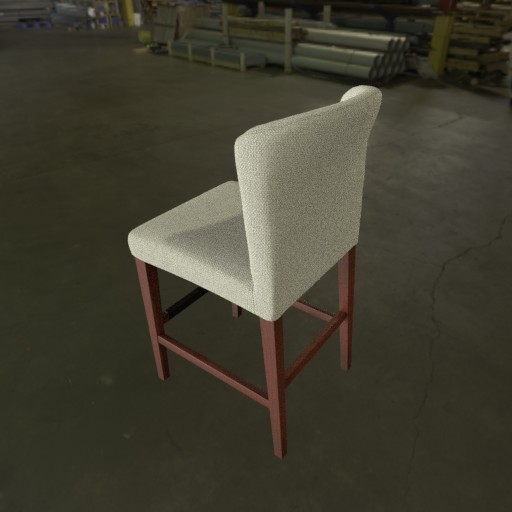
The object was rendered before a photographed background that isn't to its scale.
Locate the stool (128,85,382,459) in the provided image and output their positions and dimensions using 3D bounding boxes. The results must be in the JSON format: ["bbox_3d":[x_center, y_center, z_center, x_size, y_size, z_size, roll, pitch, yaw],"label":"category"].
[{"bbox_3d":[0.000,0.000,1.289,0.568,0.969,0.481,22,38,30],"label":"stool"}]
